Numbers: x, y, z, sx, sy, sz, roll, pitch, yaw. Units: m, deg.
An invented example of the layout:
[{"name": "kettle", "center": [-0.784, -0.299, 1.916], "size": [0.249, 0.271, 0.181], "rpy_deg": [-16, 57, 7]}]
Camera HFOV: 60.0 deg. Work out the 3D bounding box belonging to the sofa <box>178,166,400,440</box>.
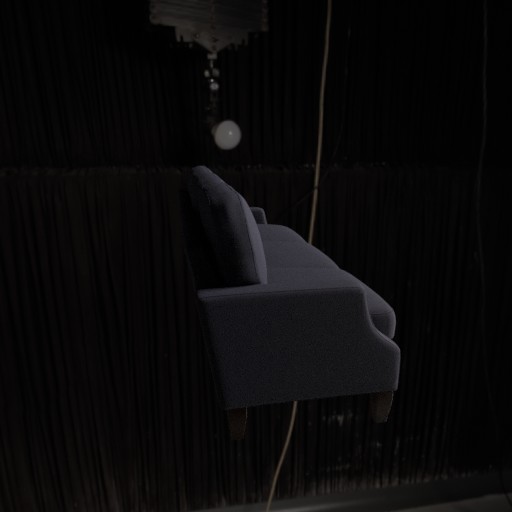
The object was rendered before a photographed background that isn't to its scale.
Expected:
[{"name": "sofa", "center": [0.000, 0.000, 2.688], "size": [0.888, 0.984, 2.115], "rpy_deg": [-3, 15, -10]}]
